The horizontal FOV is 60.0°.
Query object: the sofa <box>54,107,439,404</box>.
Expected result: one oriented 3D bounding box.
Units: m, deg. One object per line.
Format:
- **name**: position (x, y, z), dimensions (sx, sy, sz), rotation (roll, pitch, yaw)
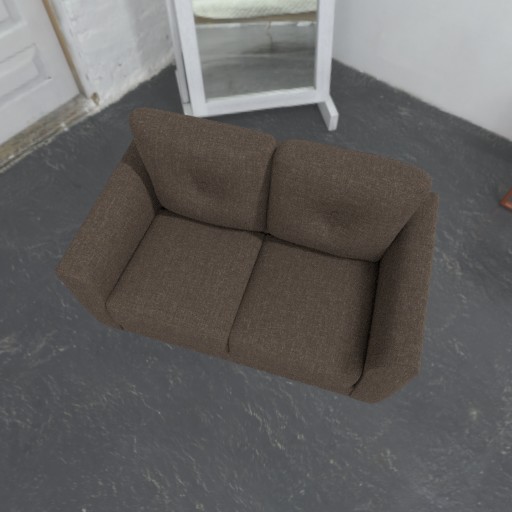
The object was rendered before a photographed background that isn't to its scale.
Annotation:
- **sofa**: position (0.000, 0.000, 1.981), dimensions (1.423, 0.885, 0.851), rotation (14, 60, 8)
